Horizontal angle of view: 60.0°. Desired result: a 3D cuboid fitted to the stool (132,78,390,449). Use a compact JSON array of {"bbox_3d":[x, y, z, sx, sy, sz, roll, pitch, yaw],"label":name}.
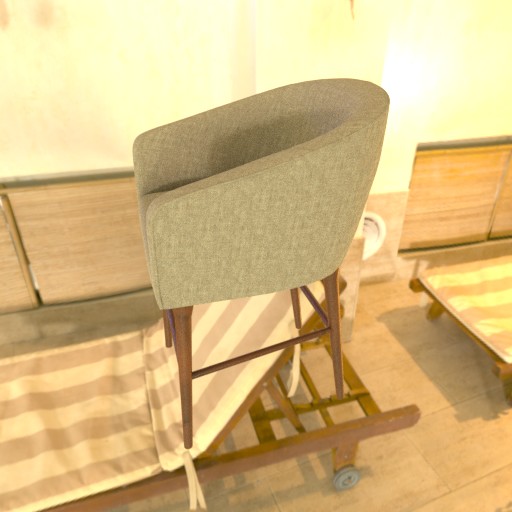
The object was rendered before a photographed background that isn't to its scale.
[{"bbox_3d":[0.000,0.000,1.323,0.635,0.952,0.559,-9,31,-14],"label":"stool"}]
